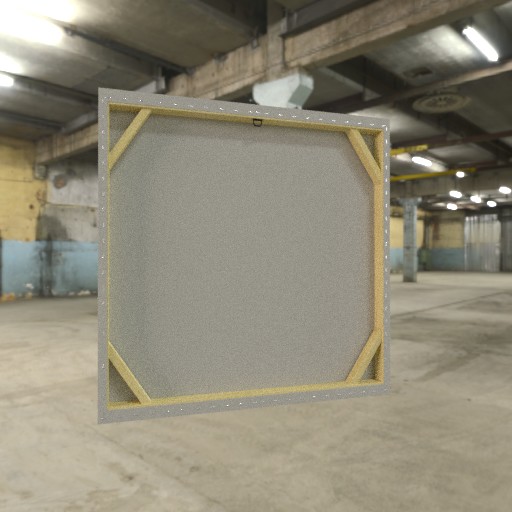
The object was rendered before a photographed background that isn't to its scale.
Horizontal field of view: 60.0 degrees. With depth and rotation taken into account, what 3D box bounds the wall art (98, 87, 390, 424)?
[{"bbox_3d":[0.000,0.000,0.910,0.610,0.610,0.038,0,0,-17],"label":"wall art"}]
